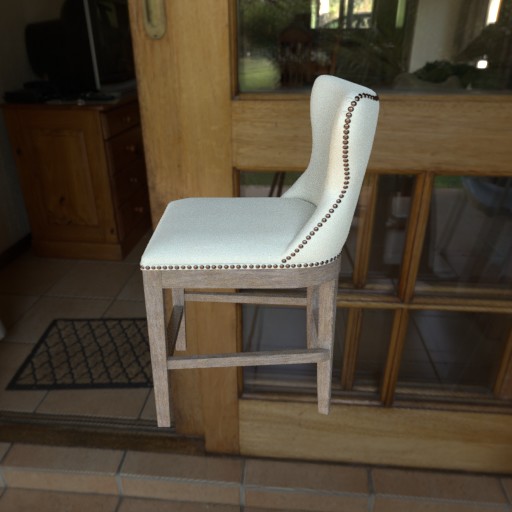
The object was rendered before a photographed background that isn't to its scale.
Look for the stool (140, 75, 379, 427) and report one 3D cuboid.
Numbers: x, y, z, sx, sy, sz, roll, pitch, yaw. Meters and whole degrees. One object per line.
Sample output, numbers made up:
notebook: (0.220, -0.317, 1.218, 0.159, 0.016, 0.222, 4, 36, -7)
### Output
stool: (0.000, 0.000, 1.333, 0.608, 0.981, 0.498, 0, 26, -1)
